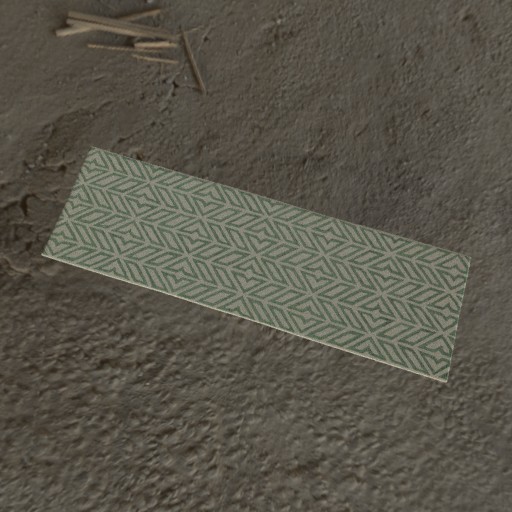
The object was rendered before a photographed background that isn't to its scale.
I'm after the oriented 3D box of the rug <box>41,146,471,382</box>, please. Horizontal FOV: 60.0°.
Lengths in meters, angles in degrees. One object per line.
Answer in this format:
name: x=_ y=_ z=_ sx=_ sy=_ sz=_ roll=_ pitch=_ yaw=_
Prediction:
rug: x=0.000 y=0.000 z=2.626 sx=2.435 sy=0.009 sz=0.750 roll=17 pitch=76 yaw=4
